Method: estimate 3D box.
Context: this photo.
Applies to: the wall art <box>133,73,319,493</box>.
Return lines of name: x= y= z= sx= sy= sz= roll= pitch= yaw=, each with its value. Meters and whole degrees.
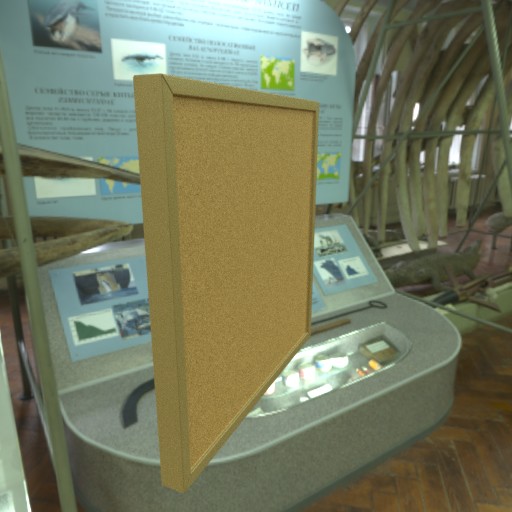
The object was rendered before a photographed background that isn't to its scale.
wall art: x=0.000 y=0.000 z=0.734 sx=0.036 sy=0.509 sz=0.509 roll=7 pitch=17 yaw=24
